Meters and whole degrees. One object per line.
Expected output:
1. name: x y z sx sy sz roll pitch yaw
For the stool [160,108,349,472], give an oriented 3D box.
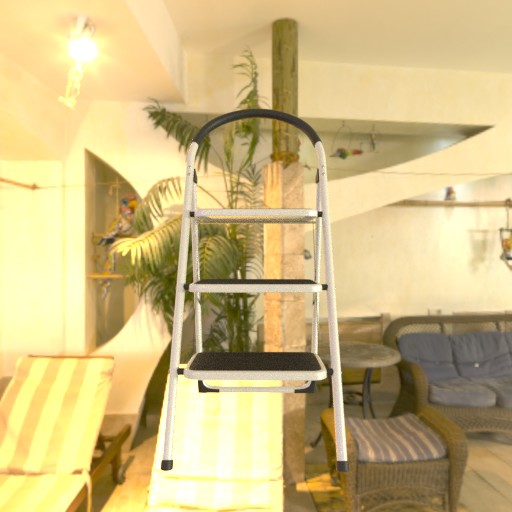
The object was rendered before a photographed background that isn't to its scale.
1. stool: 0.000 0.000 1.456 0.485 1.109 0.676 0 0 1
